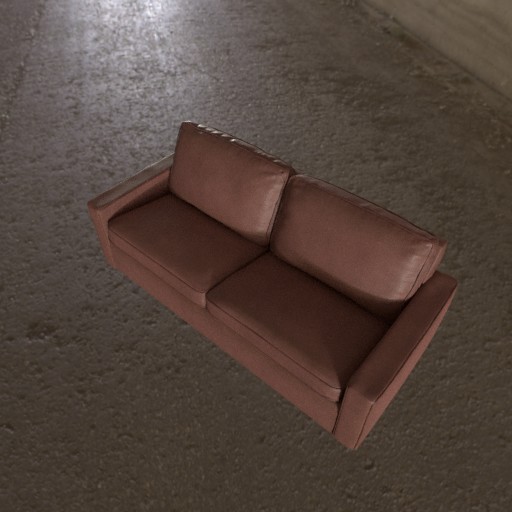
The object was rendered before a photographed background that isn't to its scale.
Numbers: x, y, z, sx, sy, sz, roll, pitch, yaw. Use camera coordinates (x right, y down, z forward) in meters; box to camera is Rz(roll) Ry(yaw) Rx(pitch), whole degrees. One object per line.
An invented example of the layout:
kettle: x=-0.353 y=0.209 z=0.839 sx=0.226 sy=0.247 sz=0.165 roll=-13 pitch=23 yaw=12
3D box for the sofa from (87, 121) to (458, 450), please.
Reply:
sofa: x=0.000 y=0.000 z=2.639 sx=2.080 sy=0.919 sz=0.940 roll=31 pitch=54 yaw=27
